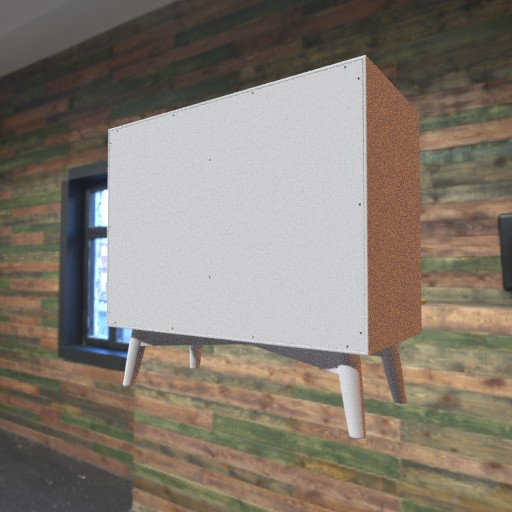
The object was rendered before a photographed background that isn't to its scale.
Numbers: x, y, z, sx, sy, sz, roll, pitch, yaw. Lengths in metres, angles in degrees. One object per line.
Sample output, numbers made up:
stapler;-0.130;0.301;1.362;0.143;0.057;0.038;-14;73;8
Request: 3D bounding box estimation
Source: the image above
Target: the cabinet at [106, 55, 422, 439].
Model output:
cabinet;0.000;0.000;1.245;0.800;0.761;0.398;-1;-2;35
